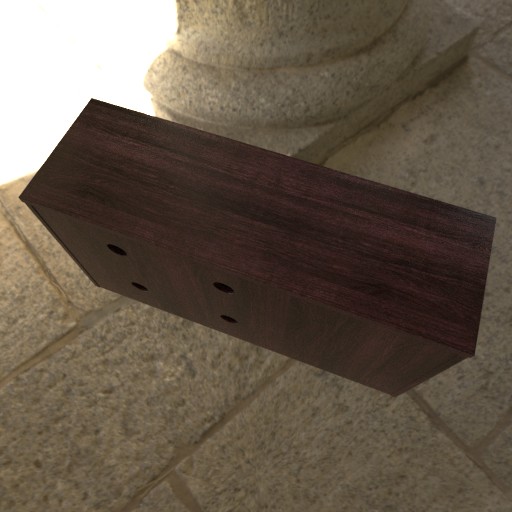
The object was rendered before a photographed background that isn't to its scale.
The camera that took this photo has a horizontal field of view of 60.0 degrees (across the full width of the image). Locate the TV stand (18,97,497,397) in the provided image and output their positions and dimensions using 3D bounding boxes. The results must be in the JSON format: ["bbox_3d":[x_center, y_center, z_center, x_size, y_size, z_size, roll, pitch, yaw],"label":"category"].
[{"bbox_3d":[0.000,0.000,1.437,1.192,0.614,0.404,19,65,9],"label":"TV stand"}]
